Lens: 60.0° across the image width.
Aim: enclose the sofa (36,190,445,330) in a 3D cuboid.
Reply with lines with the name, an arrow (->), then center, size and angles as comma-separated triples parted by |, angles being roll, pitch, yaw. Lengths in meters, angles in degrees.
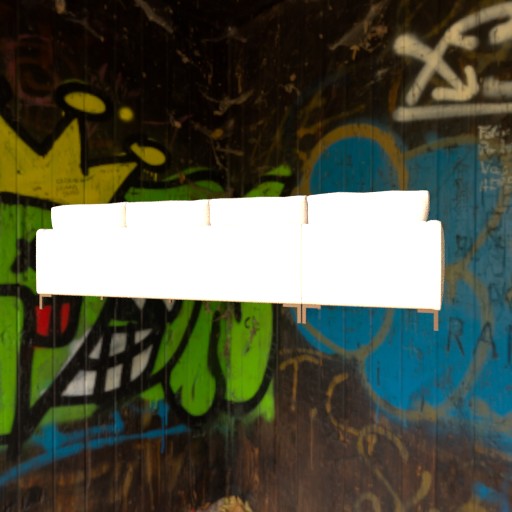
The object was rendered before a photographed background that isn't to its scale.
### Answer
sofa -> 0.000, 0.000, 3.599 | 2.737, 0.756, 1.879 | 0, 0, 19
